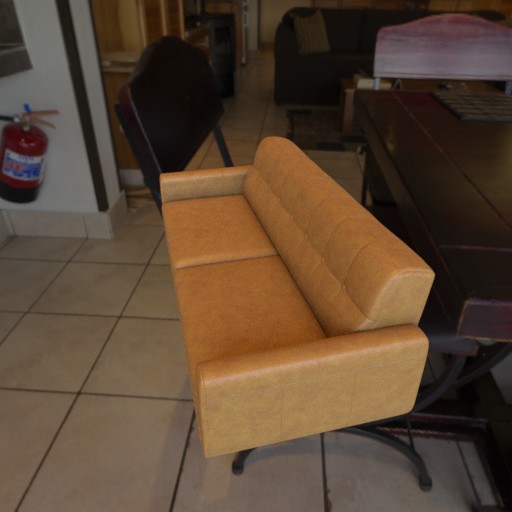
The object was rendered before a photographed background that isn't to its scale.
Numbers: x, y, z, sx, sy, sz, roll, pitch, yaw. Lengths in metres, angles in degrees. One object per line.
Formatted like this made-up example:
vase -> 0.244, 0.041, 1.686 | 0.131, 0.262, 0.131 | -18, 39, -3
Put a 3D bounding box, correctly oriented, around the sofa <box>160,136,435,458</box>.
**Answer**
sofa -> 0.000, 0.000, 2.612 | 0.980, 0.892, 2.137 | -7, 32, -12
